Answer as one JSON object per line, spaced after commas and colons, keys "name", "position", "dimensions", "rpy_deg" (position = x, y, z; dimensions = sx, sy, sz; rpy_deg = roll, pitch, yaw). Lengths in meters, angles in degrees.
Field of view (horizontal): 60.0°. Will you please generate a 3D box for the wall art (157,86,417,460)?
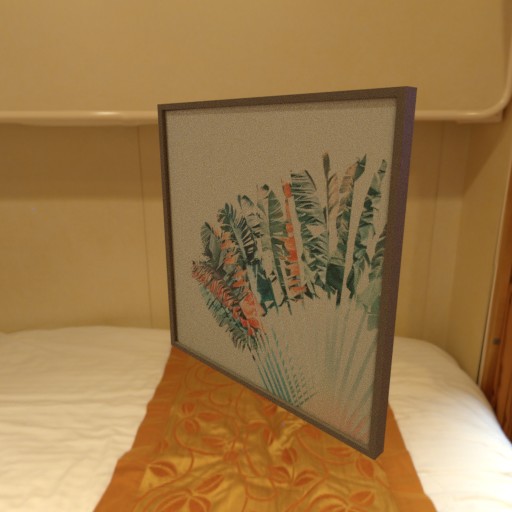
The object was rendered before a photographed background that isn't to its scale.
{"name": "wall art", "position": [0.000, 0.000, 1.127], "dimensions": [0.761, 0.758, 0.038], "rpy_deg": [15, 22, 43]}
